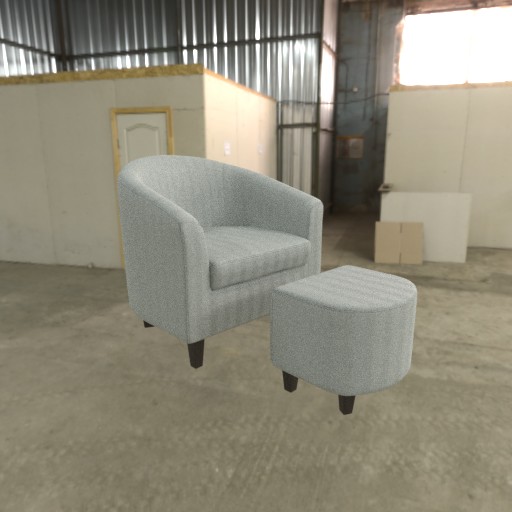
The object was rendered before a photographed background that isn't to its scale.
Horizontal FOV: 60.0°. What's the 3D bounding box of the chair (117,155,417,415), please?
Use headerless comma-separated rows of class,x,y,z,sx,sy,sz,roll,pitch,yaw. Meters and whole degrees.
chair,0.000,0.000,1.753,0.756,0.757,1.288,-14,20,-43
